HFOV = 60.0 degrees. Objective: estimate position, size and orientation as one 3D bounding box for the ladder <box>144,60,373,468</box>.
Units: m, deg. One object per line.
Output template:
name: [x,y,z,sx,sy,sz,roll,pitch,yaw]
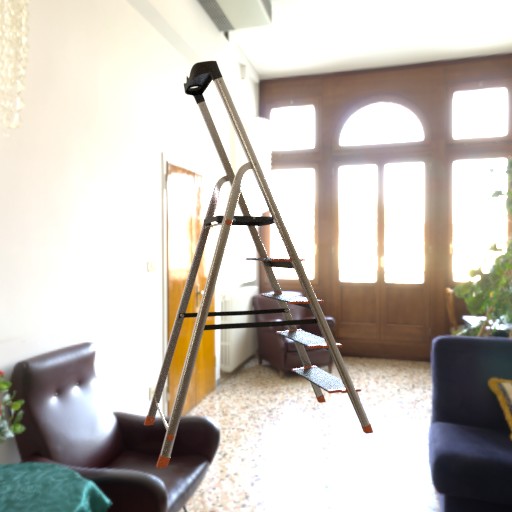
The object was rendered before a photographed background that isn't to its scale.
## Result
ladder: [0.000,0.000,2.109,0.995,1.646,0.480,0,0,-20]
